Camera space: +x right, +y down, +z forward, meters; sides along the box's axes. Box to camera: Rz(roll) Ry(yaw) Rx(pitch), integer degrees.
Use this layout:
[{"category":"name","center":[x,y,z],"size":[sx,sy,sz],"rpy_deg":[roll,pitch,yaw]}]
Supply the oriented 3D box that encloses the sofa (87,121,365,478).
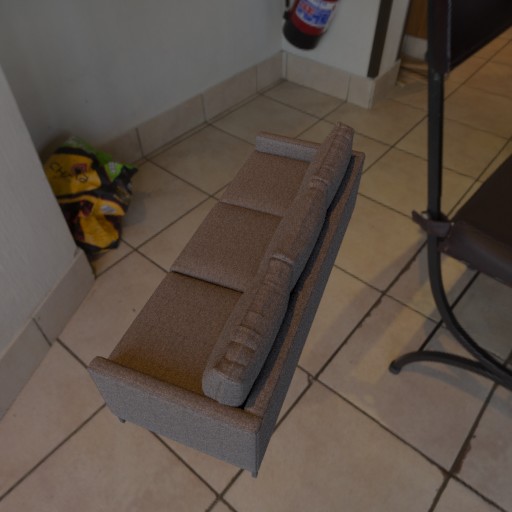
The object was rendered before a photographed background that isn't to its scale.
[{"category":"sofa","center":[0.000,0.000,2.779],"size":[0.876,0.882,2.253],"rpy_deg":[16,48,15]}]
